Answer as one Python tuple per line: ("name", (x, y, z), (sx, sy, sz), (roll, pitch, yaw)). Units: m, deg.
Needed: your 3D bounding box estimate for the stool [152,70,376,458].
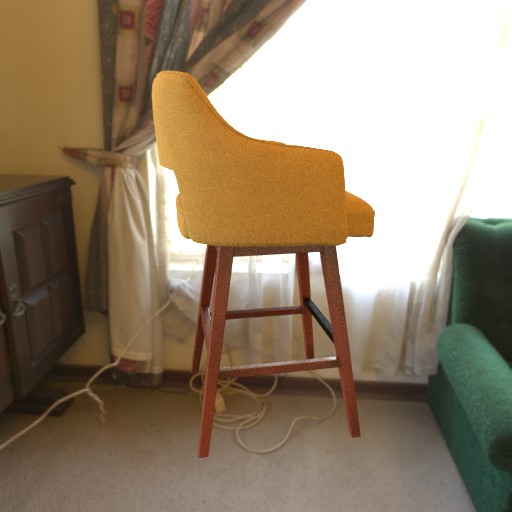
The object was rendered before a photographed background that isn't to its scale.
("stool", (0.000, 0.000, 1.345), (0.558, 1.012, 0.548), (-3, 17, -10))
